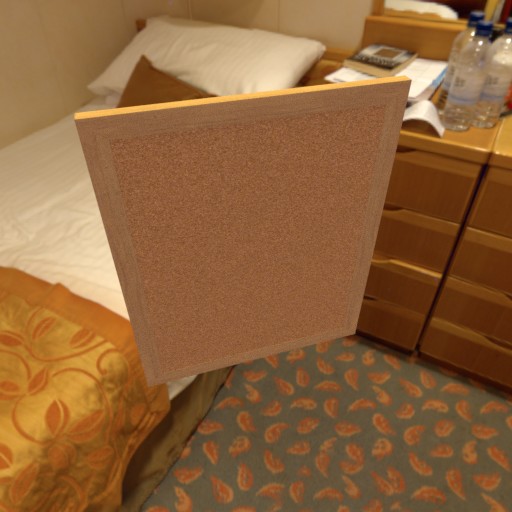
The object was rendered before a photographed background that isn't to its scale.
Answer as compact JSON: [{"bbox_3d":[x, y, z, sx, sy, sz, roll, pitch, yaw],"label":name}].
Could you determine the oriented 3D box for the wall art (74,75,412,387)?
[{"bbox_3d":[0.000,0.000,0.770,0.460,0.561,0.020,-11,42,-13],"label":"wall art"}]
